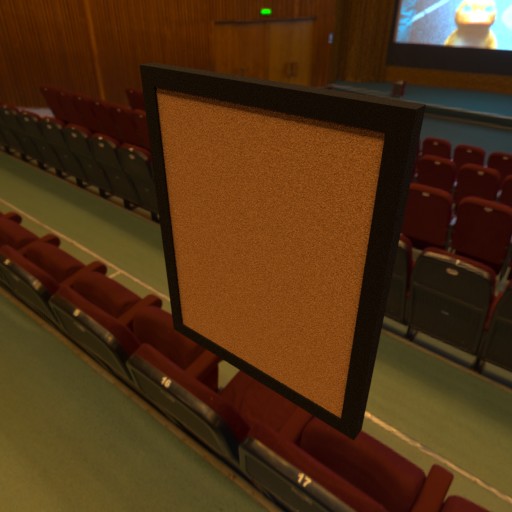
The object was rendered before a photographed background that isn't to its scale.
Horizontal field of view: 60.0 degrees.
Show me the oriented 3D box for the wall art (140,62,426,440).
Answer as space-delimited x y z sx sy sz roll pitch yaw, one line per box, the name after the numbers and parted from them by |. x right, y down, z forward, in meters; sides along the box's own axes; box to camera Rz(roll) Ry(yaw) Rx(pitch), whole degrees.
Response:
0.000 0.000 0.748 0.457 0.559 0.029 23 39 32 | wall art
